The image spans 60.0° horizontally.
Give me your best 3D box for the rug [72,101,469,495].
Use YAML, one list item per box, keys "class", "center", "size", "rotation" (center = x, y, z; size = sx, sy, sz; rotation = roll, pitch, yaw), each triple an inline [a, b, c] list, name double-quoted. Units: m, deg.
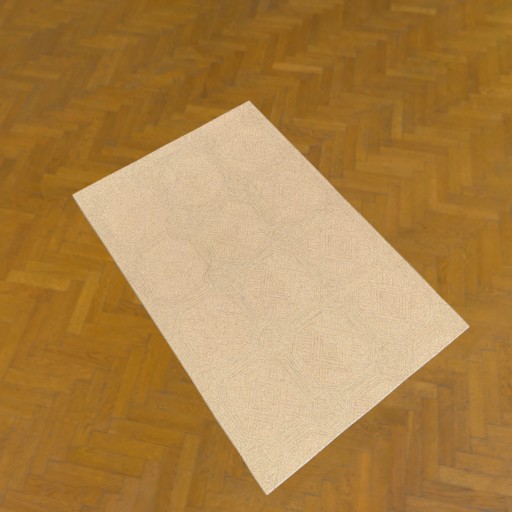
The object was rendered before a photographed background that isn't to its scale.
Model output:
- class: "rug"
  center: [0.000, 0.000, 2.320]
  size: [1.236, 0.009, 1.839]
  rotation: [-33, 68, -15]
